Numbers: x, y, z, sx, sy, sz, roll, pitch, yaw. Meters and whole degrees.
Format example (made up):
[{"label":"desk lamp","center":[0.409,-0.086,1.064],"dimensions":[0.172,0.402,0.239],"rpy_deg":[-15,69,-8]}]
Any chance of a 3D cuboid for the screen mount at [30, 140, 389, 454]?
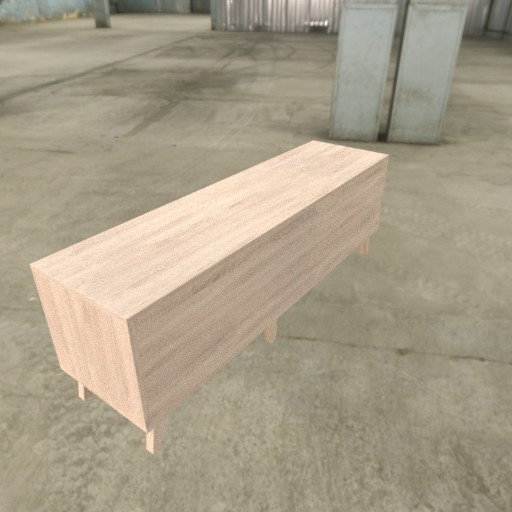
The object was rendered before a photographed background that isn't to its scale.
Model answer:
[{"label":"screen mount","center":[0.000,0.000,1.736],"dimensions":[0.400,0.510,1.500],"rpy_deg":[21,36,31]}]
